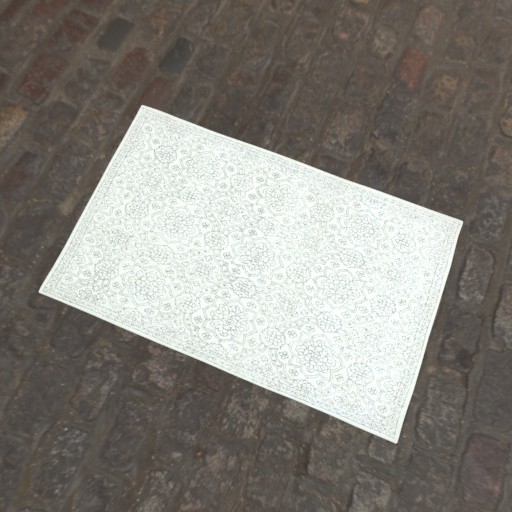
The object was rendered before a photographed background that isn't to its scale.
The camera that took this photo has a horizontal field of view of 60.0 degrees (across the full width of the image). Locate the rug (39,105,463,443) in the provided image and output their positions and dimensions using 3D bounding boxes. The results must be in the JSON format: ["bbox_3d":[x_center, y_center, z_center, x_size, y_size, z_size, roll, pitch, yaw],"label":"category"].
[{"bbox_3d":[0.000,0.000,2.942,2.434,0.023,1.518,21,75,6],"label":"rug"}]
